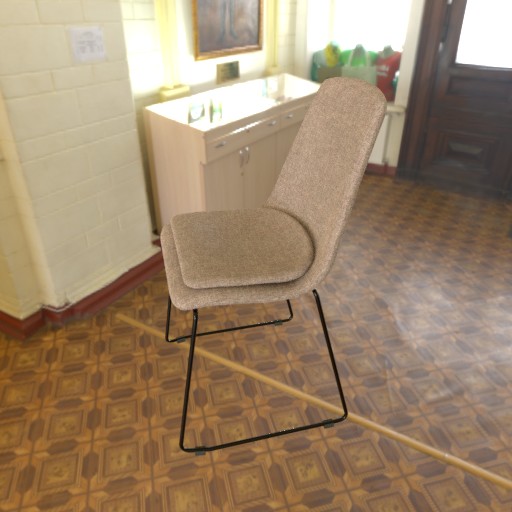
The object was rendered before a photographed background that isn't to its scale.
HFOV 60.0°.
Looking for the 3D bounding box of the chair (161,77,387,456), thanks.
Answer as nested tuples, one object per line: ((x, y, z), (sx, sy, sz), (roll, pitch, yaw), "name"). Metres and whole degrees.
((0.000, 0.000, 1.171), (0.518, 0.858, 0.479), (-7, 30, -13), "chair")
